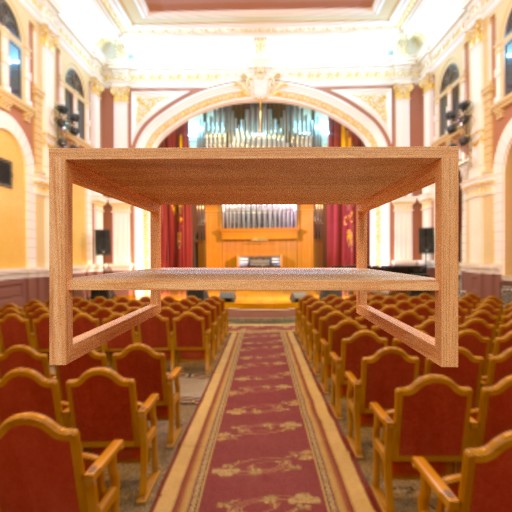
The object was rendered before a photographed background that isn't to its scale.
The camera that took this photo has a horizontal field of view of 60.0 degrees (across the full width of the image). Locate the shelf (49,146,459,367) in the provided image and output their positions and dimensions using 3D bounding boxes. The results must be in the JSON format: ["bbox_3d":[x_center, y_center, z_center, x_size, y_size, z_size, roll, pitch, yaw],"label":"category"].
[{"bbox_3d":[0.000,0.000,1.420,0.899,0.480,0.899,0,0,1],"label":"shelf"}]
